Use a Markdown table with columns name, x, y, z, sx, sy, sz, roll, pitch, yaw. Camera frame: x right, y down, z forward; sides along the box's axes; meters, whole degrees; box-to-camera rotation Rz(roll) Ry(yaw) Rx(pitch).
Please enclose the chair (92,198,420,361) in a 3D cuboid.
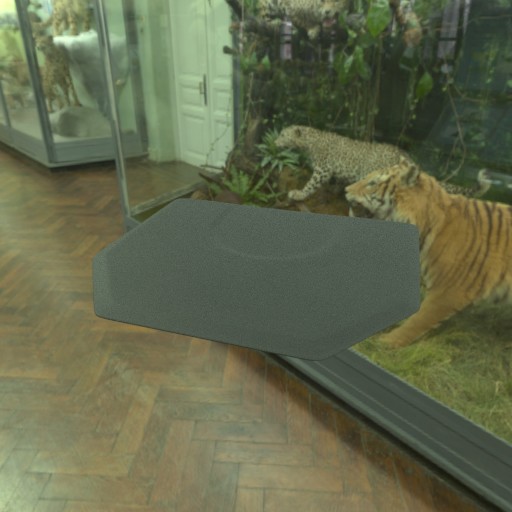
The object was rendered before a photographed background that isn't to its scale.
| name | x | y | z | sx | sy | sz | roll | pitch | yaw |
| --- | --- | --- | --- | --- | --- | --- | --- | --- | --- |
| chair | 0.000 | 0.000 | 1.949 | 1.372 | 0.024 | 1.219 | 8 | 28 | 16 |
